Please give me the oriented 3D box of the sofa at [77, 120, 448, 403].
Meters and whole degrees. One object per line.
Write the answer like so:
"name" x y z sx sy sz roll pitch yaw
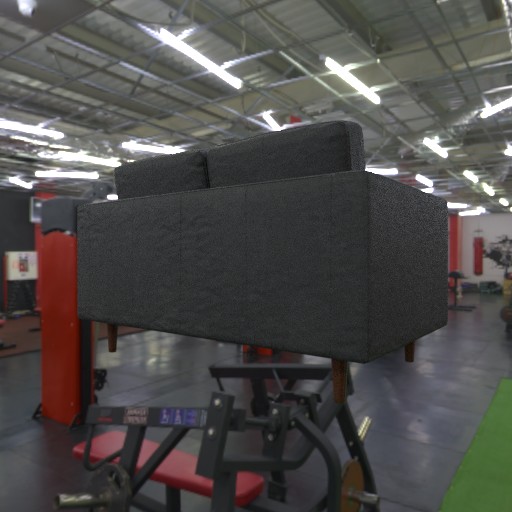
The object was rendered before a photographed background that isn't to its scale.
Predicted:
"sofa" 0.000 0.000 1.979 1.430 0.899 0.879 0 0 37
